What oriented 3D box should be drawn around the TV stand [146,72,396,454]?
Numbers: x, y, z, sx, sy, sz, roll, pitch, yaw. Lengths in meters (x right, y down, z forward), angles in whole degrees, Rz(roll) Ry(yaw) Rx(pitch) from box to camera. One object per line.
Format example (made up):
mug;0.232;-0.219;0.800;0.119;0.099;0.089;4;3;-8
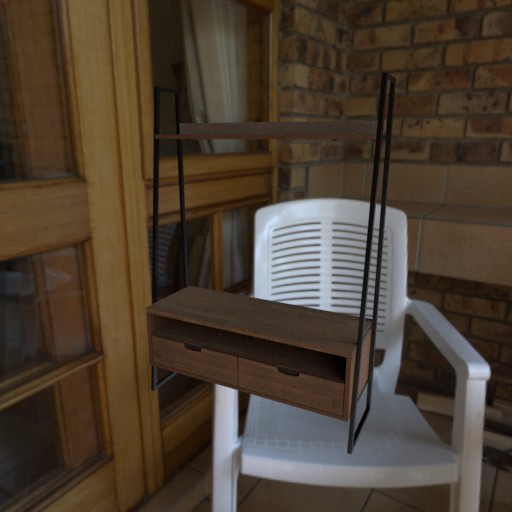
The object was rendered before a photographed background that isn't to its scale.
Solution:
TV stand;0.000;0.000;2.385;1.250;1.772;0.432;8;17;26
